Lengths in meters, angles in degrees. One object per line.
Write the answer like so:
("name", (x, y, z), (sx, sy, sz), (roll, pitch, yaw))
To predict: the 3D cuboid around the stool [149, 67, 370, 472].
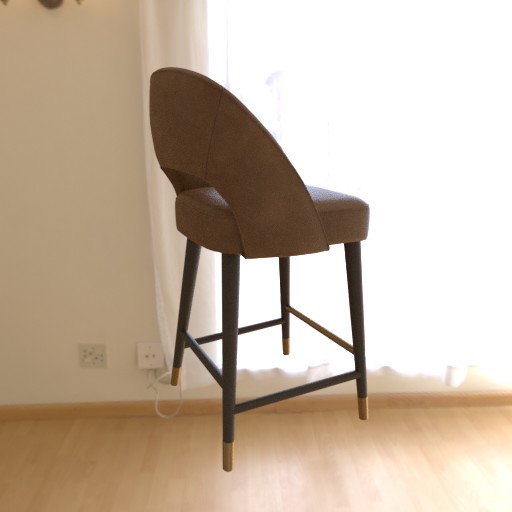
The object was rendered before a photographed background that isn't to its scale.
("stool", (0.000, 0.000, 1.234), (0.509, 0.940, 0.494), (-8, 18, -27))
